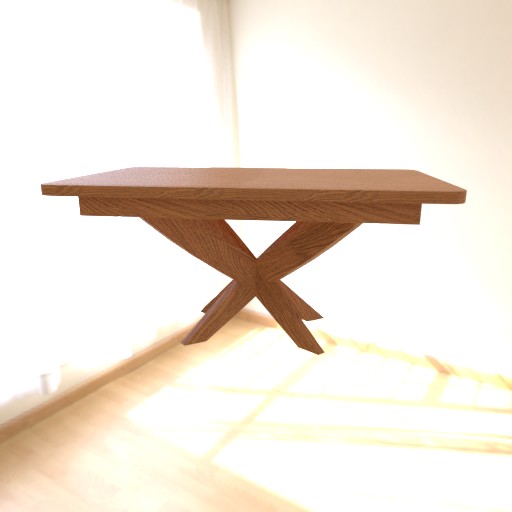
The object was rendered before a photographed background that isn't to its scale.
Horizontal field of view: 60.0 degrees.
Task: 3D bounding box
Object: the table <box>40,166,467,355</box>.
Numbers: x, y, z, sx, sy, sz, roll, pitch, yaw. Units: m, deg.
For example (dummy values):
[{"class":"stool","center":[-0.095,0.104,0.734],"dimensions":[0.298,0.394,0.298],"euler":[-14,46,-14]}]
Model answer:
[{"class":"table","center":[0.000,0.000,2.152],"dimensions":[1.600,0.770,0.950],"euler":[2,16,7]}]
